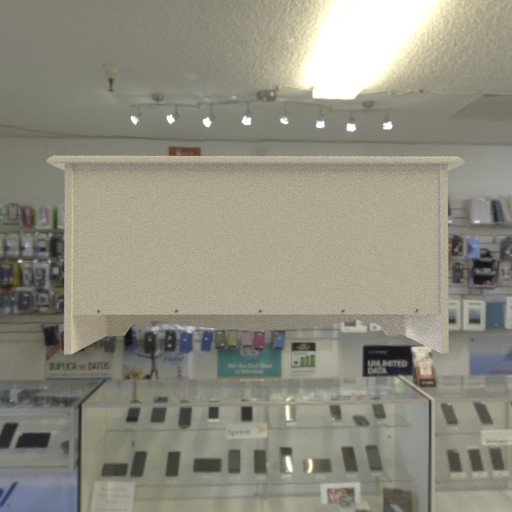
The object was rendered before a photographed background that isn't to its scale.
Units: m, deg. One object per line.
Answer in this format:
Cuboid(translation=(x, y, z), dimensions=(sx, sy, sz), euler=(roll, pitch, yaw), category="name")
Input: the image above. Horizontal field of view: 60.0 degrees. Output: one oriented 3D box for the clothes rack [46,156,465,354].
Cuboid(translation=(0.000, 0.000, 1.346), dimensions=(1.120, 0.531, 0.324), euler=(0, -1, -1), category="clothes rack")
